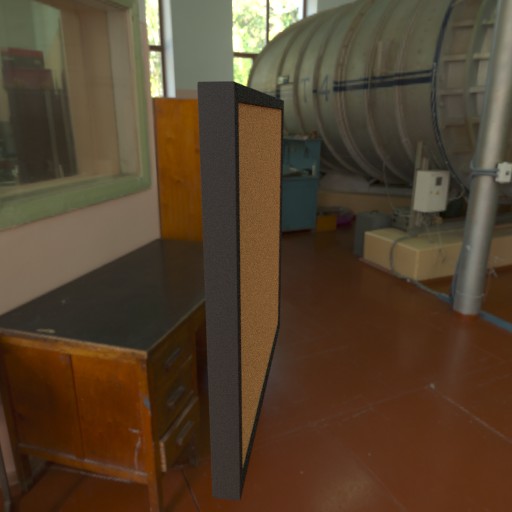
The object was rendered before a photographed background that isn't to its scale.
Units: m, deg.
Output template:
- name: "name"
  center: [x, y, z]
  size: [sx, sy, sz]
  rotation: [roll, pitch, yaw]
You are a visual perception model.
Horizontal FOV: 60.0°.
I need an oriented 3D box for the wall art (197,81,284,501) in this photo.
- name: "wall art"
  center: [0.000, 0.000, 0.740]
  size: [0.037, 0.508, 0.508]
  rotation: [3, 18, 8]
